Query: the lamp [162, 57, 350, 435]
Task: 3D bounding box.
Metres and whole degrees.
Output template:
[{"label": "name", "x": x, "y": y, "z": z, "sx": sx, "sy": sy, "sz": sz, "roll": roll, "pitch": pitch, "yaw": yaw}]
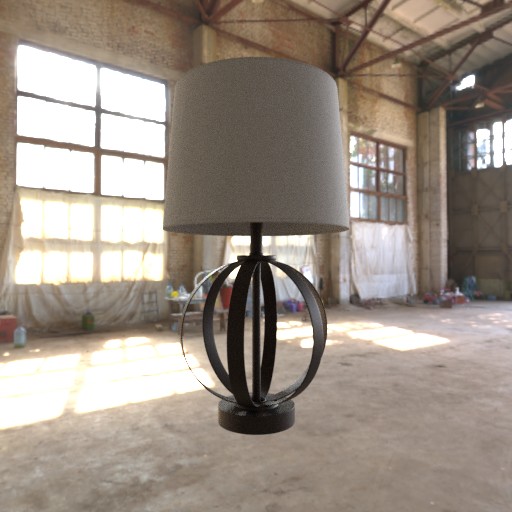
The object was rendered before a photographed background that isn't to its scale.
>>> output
[{"label": "lamp", "x": 0.000, "y": 0.000, "z": 0.693, "sx": 0.286, "sy": 0.510, "sz": 0.286, "roll": 0, "pitch": -1, "yaw": 0}]
